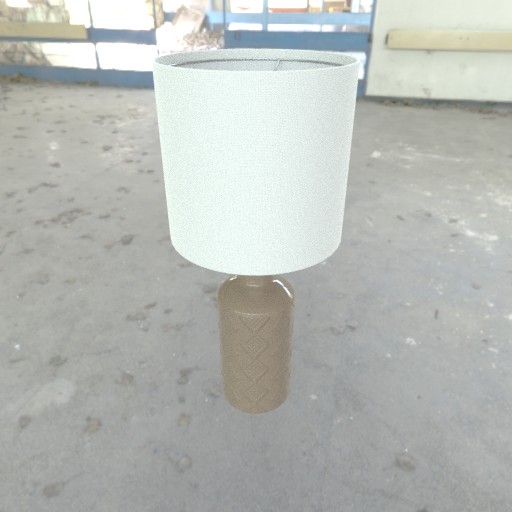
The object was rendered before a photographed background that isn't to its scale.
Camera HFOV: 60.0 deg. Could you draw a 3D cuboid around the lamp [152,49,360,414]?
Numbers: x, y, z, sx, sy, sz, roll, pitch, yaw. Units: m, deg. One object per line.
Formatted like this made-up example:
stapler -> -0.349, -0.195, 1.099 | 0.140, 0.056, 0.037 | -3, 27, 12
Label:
lamp -> 0.000, 0.000, 0.562 | 0.207, 0.461, 0.207 | 8, 31, 14
